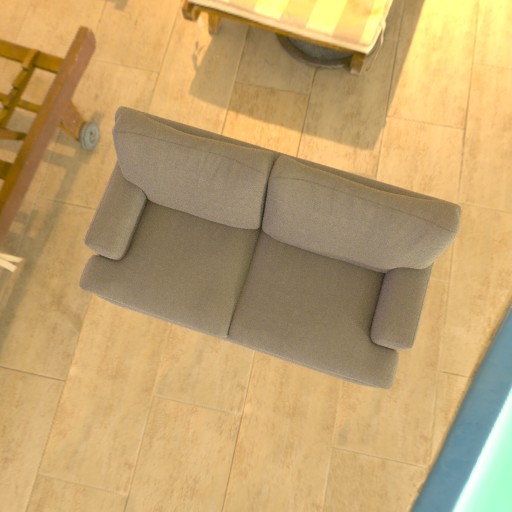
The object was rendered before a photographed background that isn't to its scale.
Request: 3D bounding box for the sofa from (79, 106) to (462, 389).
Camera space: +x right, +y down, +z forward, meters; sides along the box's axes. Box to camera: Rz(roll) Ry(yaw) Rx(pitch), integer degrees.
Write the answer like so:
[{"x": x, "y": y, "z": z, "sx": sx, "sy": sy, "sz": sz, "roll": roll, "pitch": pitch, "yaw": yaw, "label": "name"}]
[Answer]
[{"x": 0.000, "y": 0.000, "z": 2.440, "sx": 1.855, "sy": 0.980, "sz": 0.962, "roll": 17, "pitch": 77, "yaw": 4, "label": "sofa"}]
